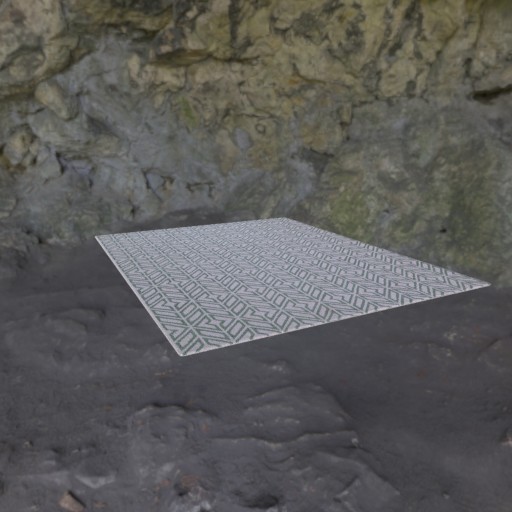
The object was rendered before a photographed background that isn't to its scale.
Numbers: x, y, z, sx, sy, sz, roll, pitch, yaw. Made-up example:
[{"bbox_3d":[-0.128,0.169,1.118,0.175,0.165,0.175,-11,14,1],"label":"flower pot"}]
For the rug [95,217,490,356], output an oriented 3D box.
[{"bbox_3d":[0.000,0.000,4.124,2.441,0.017,3.050,-8,17,-26],"label":"rug"}]
